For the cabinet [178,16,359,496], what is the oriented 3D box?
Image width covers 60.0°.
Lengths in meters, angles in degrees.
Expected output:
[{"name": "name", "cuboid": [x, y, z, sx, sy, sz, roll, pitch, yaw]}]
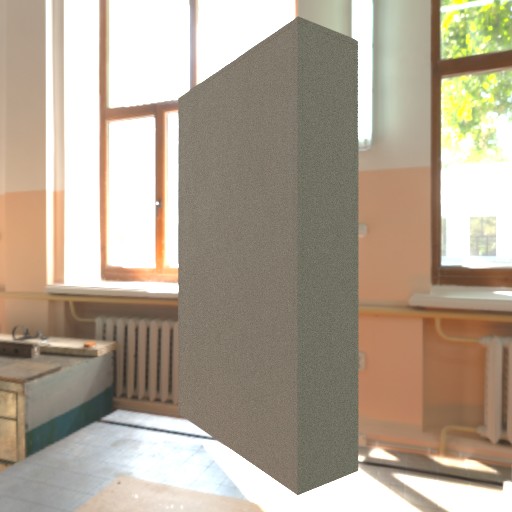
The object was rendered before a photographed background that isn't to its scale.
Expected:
[{"name": "cabinet", "cuboid": [0.000, 0.000, 1.561, 0.250, 1.280, 0.750, 0, 0, -35]}]
